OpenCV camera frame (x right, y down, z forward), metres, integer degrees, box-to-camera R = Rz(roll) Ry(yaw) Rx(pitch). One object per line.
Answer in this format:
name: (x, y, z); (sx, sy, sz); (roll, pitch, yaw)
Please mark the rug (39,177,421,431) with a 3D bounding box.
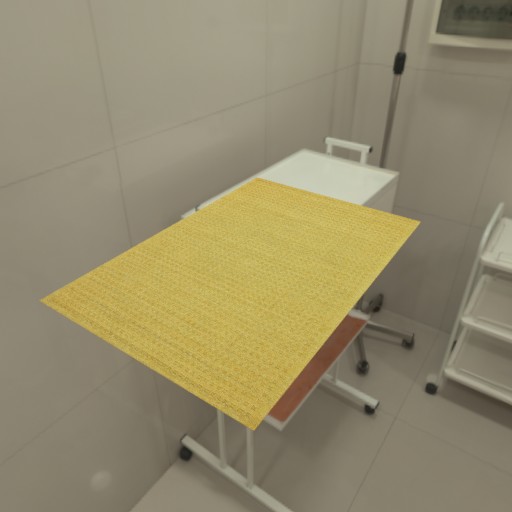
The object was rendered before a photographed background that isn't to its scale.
rug: (0.000, 0.000, 3.881); (1.981, 0.006, 2.895); (21, 38, 29)
